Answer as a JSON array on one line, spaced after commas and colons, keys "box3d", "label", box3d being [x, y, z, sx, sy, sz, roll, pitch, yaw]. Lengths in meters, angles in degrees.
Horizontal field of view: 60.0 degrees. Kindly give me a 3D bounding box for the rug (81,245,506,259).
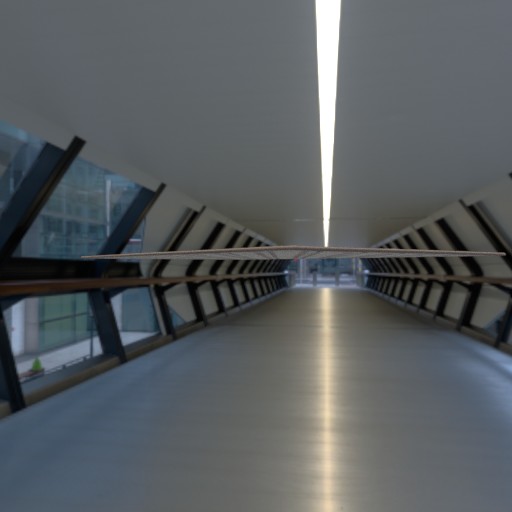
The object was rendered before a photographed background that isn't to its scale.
[{"box3d": [0.000, 0.000, 1.991, 1.066, 0.011, 1.677, 1, -1, -37], "label": "rug"}]
